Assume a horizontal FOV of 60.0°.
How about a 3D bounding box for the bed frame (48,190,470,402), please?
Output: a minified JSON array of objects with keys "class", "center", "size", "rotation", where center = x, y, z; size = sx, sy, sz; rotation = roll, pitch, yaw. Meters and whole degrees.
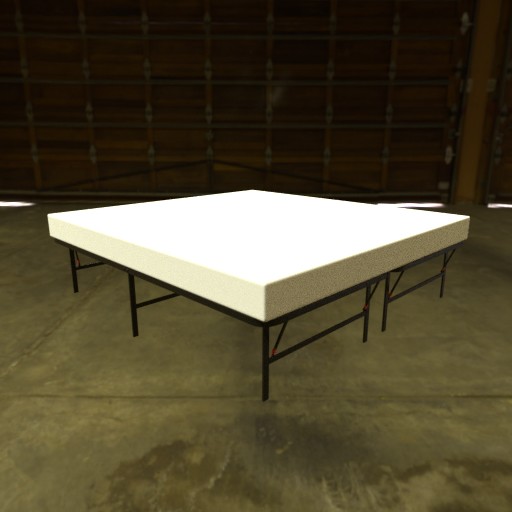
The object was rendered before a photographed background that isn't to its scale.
[{"class":"bed frame","center":[0.000,0.000,3.008],"size":[1.930,0.559,2.032],"rotation":[-15,21,-43]}]
